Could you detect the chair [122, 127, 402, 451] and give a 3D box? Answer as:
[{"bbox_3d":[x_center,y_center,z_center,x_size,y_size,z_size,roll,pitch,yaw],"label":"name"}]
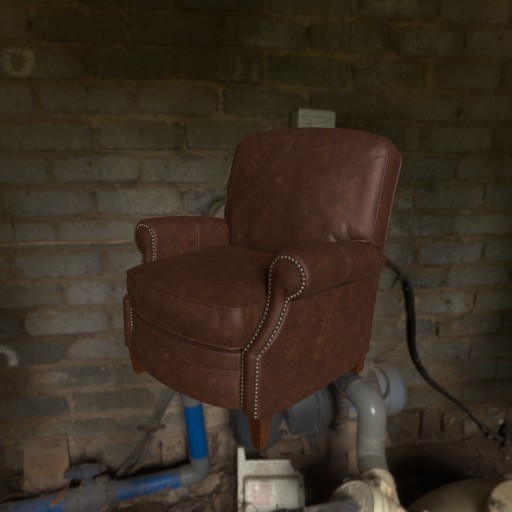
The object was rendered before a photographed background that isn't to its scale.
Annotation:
[{"bbox_3d":[0.000,0.000,1.804,0.936,1.018,0.986,13,20,41],"label":"chair"}]
